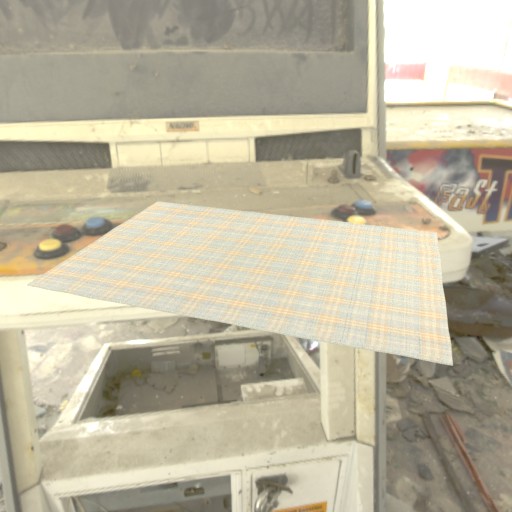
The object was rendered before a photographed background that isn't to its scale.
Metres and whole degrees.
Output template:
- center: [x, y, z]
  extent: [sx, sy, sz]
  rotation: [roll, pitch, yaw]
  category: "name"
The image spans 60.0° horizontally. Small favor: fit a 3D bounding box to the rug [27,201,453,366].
- center: [0.000, 0.000, 2.313]
  extent: [1.835, 0.012, 1.231]
  rotation: [8, 27, 16]
  category: "rug"
